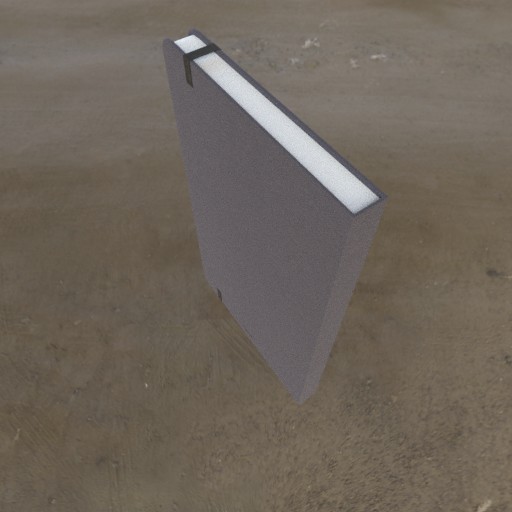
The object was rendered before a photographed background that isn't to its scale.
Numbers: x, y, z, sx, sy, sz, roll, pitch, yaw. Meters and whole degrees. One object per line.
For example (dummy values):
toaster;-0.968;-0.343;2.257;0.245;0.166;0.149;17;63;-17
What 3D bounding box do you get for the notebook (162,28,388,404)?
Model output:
notebook;0.000;0.000;0.257;0.016;0.213;0.127;-30;61;-18
